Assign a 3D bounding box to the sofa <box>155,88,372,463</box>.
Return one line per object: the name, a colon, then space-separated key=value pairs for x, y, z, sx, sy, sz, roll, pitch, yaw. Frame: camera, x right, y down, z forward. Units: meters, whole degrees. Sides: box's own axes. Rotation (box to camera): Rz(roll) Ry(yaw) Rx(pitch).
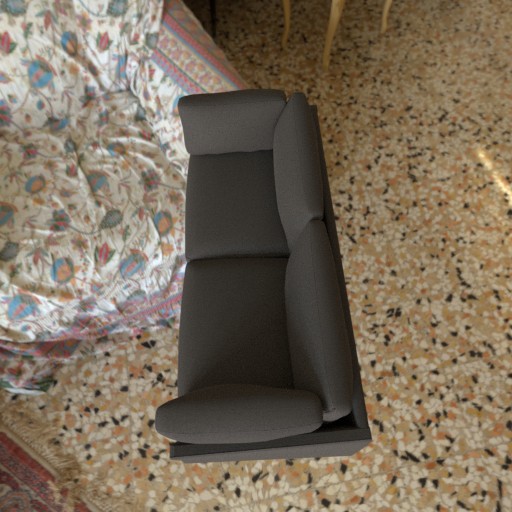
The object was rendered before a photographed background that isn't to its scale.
sofa: x=0.000 y=0.000 z=2.746 sx=0.969 sy=0.792 sz=2.312 roll=-2 pitch=59 yaw=-1
